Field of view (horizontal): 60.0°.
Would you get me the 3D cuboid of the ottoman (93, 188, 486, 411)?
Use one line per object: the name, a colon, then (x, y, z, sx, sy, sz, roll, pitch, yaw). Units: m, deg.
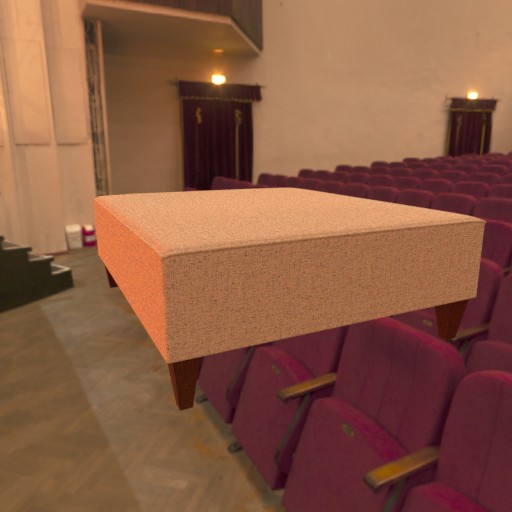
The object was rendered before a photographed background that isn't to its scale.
ottoman: (0.000, 0.000, 1.220, 0.736, 0.303, 0.835, -7, 16, -25)
